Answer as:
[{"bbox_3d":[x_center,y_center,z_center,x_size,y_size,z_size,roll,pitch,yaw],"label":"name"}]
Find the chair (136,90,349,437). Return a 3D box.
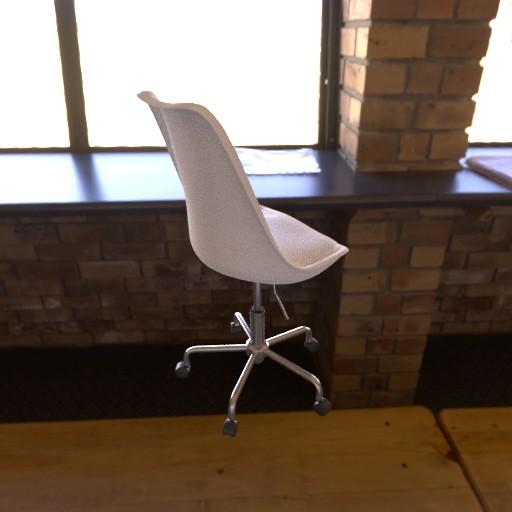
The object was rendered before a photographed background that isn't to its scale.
[{"bbox_3d":[0.000,0.000,1.307,0.550,0.930,0.550,-17,32,-30],"label":"chair"}]
